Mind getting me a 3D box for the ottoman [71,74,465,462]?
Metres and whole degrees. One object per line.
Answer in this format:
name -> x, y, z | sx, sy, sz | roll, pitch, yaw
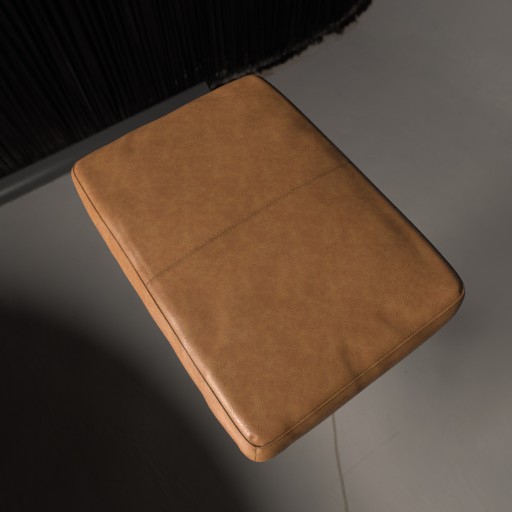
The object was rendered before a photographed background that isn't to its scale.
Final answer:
ottoman -> 0.000, 0.000, 1.201 | 0.630, 0.461, 0.869 | -32, 68, -15
